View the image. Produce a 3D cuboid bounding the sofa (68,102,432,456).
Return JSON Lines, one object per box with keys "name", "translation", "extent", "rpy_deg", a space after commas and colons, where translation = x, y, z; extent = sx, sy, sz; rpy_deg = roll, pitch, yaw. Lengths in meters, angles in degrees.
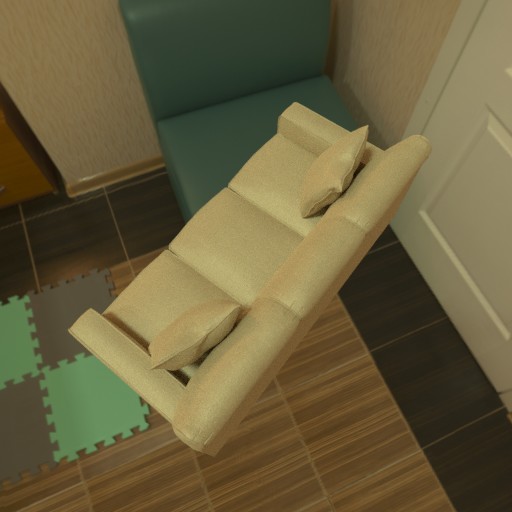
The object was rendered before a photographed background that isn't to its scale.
{"name": "sofa", "translation": [0.000, 0.000, 2.638], "extent": [0.997, 0.958, 2.024], "rpy_deg": [35, 69, 16]}
